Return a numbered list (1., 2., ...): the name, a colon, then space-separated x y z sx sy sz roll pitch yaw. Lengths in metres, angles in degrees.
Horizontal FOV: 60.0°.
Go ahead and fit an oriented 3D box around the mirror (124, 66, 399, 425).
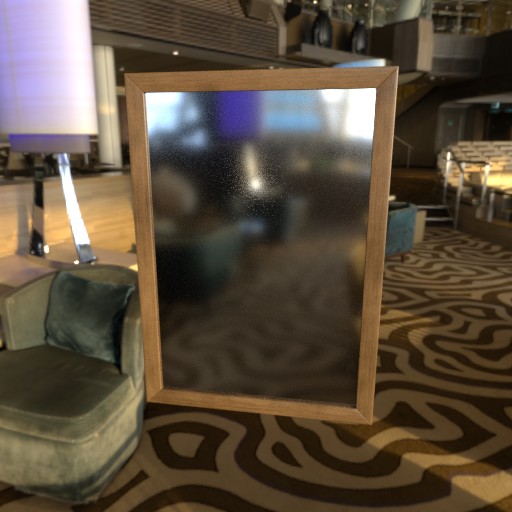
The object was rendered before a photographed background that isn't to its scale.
1. mirror: 0.000 0.000 0.915 0.507 0.710 0.040 2 15 10
